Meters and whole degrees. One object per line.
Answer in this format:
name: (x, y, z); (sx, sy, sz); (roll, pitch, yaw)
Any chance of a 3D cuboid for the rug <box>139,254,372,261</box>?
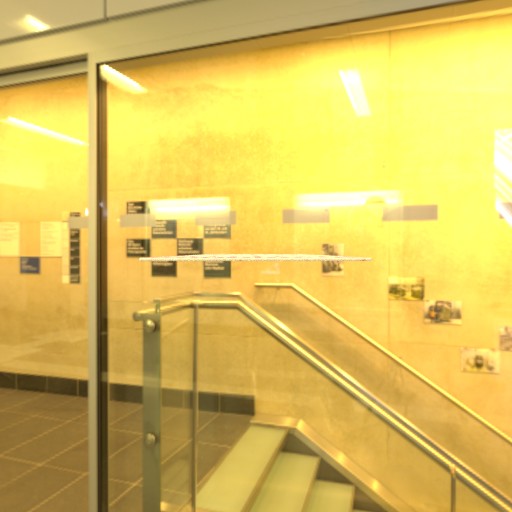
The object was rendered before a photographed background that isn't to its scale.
rug: (0.000, 0.000, 2.682); (0.787, 0.011, 2.458); (0, 1, 0)
